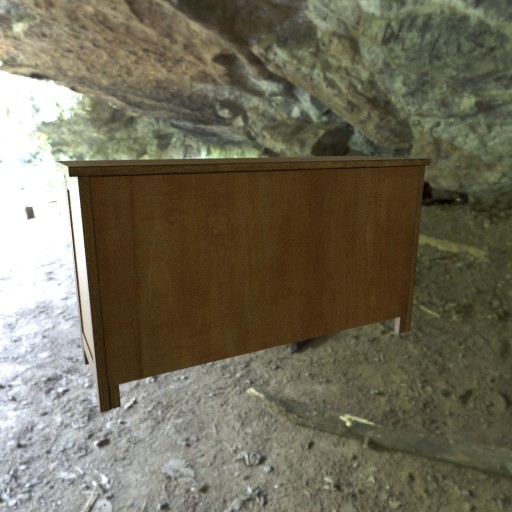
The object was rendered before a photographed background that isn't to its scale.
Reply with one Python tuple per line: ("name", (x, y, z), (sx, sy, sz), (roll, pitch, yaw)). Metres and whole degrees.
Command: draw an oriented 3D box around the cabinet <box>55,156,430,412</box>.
("cabinet", (0.000, 0.000, 1.912), (1.474, 0.813, 0.480), (-7, 16, -27))
